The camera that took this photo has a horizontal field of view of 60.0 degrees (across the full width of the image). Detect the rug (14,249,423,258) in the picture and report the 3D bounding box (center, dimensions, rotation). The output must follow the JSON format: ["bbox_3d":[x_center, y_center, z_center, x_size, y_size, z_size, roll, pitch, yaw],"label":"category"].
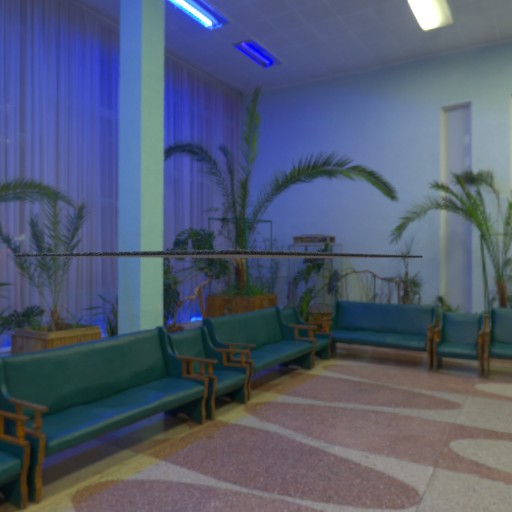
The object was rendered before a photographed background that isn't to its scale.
[{"bbox_3d":[0.000,0.000,2.858,1.478,0.017,2.330,0,-1,35],"label":"rug"}]
